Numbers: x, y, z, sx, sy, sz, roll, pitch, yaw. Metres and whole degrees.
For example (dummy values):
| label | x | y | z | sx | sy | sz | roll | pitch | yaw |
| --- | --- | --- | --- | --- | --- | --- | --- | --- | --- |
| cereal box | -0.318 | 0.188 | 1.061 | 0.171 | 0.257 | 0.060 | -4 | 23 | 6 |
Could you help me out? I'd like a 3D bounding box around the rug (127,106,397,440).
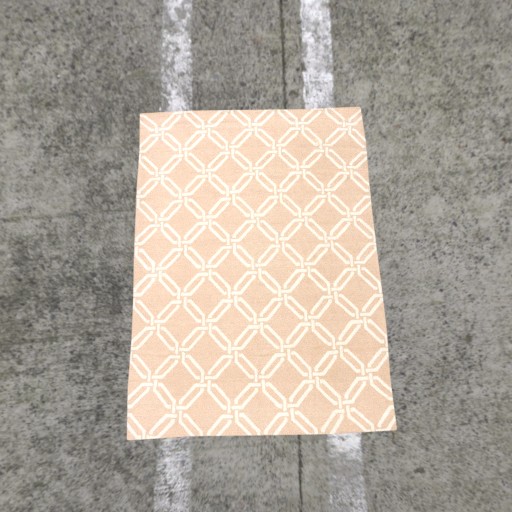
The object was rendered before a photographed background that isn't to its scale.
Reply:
| label | x | y | z | sx | sy | sz | roll | pitch | yaw |
| --- | --- | --- | --- | --- | --- | --- | --- | --- | --- |
| rug | 0.000 | 0.000 | 4.424 | 2.452 | 0.020 | 3.365 | -2 | 74 | -1 |
